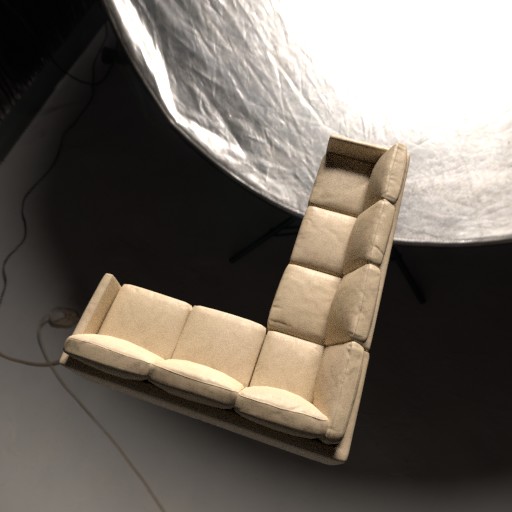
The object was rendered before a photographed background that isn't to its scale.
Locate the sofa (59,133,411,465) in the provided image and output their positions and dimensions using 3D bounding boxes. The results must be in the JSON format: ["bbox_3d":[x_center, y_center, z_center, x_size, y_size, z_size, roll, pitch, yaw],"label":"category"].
[{"bbox_3d":[0.000,0.000,4.562,2.593,0.947,3.302,16,64,8],"label":"sofa"}]
